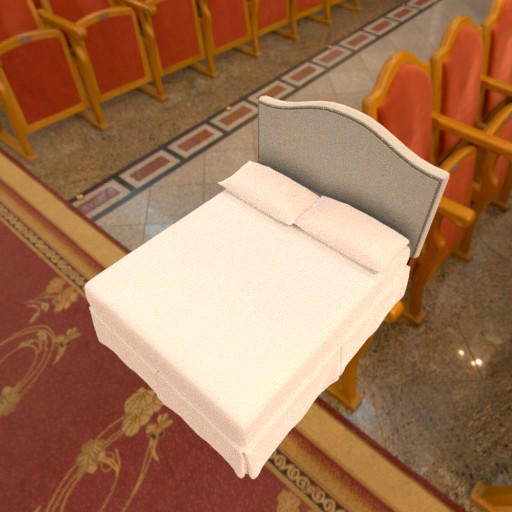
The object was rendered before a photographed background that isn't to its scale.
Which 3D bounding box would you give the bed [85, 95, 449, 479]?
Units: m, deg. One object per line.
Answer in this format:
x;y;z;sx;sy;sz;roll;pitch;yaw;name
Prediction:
0.000;0.000;3.386;1.813;1.607;2.180;33;55;27;bed
